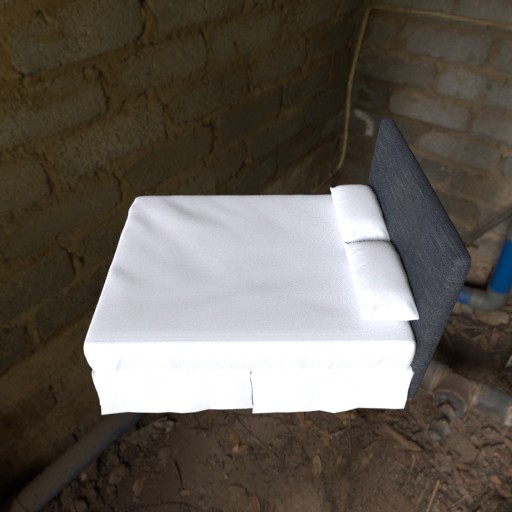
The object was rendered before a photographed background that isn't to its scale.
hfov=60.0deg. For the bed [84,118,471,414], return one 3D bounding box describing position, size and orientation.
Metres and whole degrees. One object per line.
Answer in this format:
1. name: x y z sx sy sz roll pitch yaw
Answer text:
1. bed: 0.000 0.000 3.166 2.142 1.330 1.723 0 41 0
